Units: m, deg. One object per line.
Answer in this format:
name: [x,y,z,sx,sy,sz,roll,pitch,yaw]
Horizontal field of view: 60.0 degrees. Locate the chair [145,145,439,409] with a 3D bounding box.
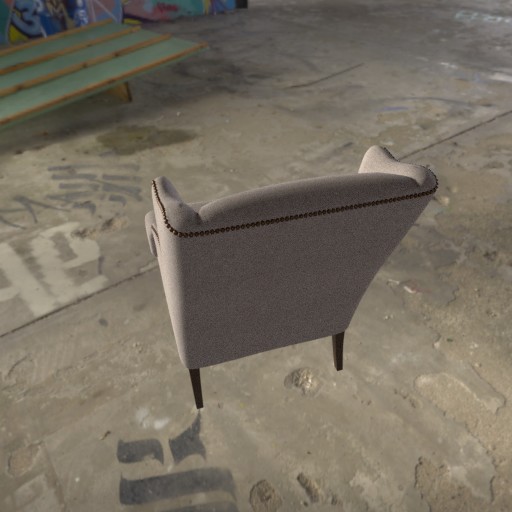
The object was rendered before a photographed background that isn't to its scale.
chair: [0.000,0.000,1.645,0.737,1.029,0.940,-11,40,-14]
